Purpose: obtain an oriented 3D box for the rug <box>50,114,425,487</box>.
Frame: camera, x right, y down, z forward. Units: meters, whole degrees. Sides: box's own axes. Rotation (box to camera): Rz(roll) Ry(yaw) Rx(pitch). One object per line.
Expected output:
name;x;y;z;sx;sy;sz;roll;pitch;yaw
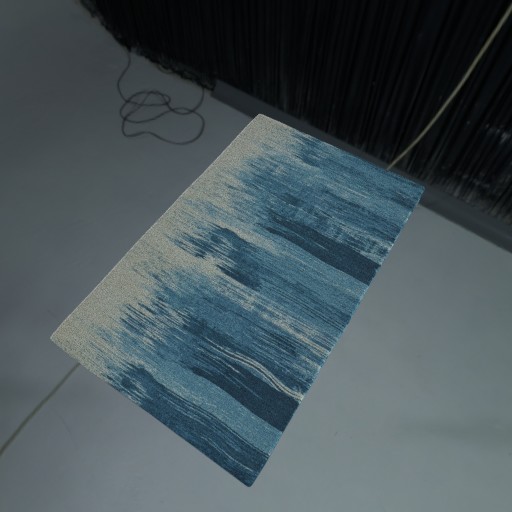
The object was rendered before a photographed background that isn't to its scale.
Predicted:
rug;0.000;0.000;3.089;1.540;0.027;2.450;29;63;16
